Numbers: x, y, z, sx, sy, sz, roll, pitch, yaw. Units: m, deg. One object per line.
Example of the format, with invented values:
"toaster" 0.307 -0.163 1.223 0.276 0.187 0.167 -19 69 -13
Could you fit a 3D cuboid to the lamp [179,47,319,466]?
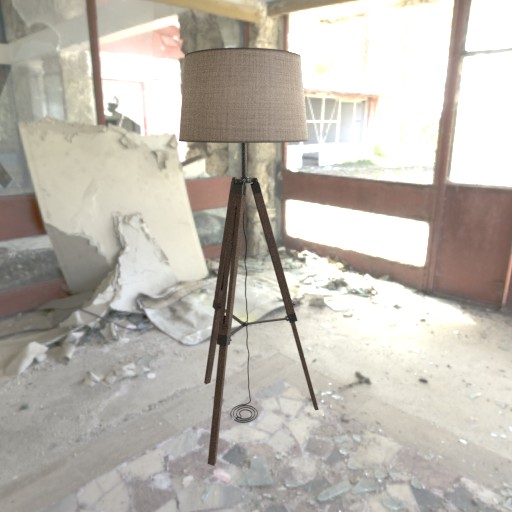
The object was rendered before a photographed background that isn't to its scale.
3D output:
"lamp" 0.000 0.000 1.833 0.587 1.510 0.604 -3 16 -9
